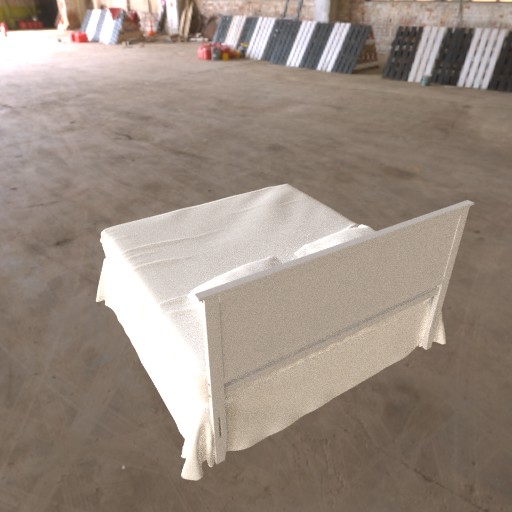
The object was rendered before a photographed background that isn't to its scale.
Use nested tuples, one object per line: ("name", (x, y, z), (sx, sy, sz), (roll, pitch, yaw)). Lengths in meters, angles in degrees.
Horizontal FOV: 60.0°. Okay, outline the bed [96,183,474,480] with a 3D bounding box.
("bed", (0.000, 0.000, 3.561), (2.317, 1.273, 2.215), (-18, 36, -27))
